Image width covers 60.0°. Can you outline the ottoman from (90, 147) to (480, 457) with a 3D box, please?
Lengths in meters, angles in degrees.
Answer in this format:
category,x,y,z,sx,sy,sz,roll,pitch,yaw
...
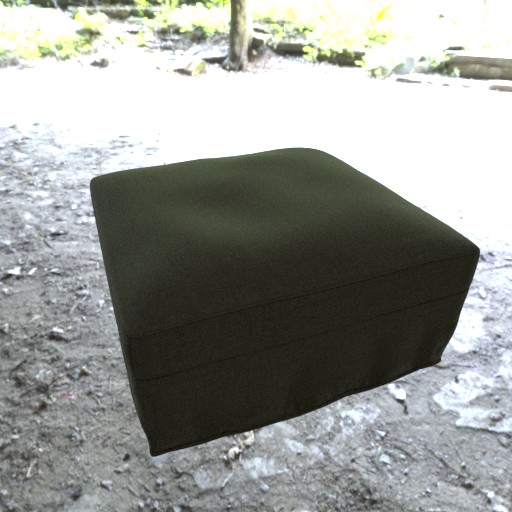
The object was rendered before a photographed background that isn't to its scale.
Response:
category,x,y,z,sx,sy,sz,roll,pitch,yaw
ottoman,0.000,0.000,1.308,0.843,0.436,0.840,-12,33,-19
